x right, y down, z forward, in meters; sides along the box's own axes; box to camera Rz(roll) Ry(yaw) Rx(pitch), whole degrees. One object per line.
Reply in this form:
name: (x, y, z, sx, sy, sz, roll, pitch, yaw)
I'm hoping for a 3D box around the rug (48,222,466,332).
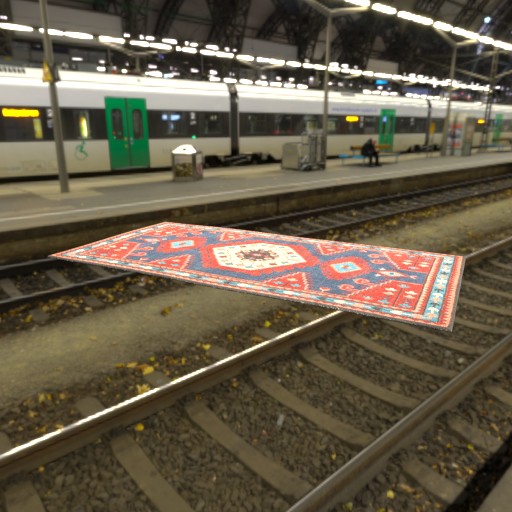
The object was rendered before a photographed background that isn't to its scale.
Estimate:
rug: (0.000, 0.000, 3.589, 3.032, 0.034, 1.522, 8, 18, 26)
